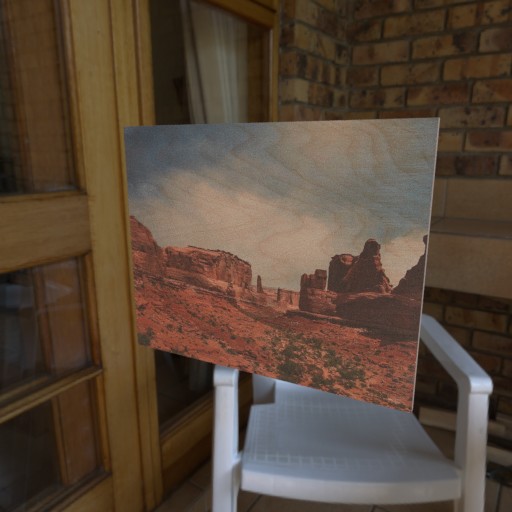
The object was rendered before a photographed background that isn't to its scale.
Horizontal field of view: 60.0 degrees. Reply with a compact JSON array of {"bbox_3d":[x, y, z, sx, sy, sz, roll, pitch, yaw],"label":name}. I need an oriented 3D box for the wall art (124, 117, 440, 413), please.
[{"bbox_3d":[0.000,0.000,0.706,0.508,0.406,0.013,7,15,26],"label":"wall art"}]
